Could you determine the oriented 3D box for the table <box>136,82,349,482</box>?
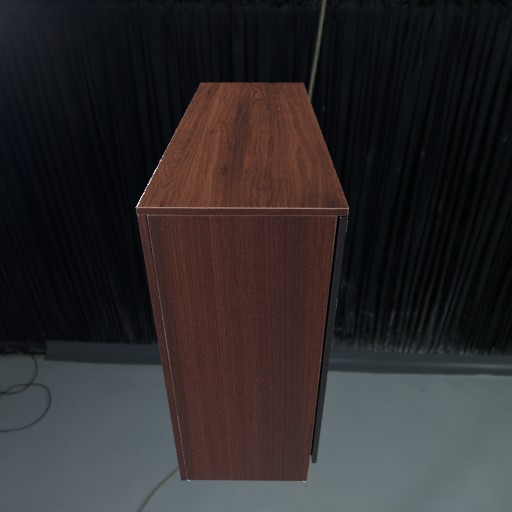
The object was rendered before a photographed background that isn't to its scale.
[{"bbox_3d":[0.000,0.000,1.321,0.380,0.790,0.930,0,33,0],"label":"table"}]
